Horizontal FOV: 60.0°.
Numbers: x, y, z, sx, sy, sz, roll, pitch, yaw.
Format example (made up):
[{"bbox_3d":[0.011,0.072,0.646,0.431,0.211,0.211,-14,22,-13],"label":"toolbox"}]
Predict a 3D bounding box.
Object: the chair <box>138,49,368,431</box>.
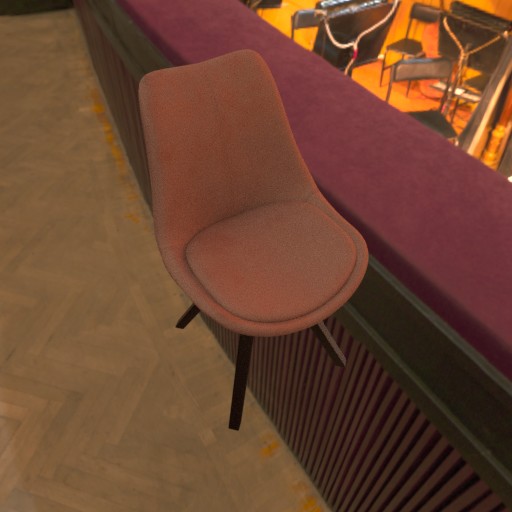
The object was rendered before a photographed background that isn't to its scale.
[{"bbox_3d":[0.000,0.000,1.195,0.483,0.865,0.547,-24,51,-21],"label":"chair"}]
